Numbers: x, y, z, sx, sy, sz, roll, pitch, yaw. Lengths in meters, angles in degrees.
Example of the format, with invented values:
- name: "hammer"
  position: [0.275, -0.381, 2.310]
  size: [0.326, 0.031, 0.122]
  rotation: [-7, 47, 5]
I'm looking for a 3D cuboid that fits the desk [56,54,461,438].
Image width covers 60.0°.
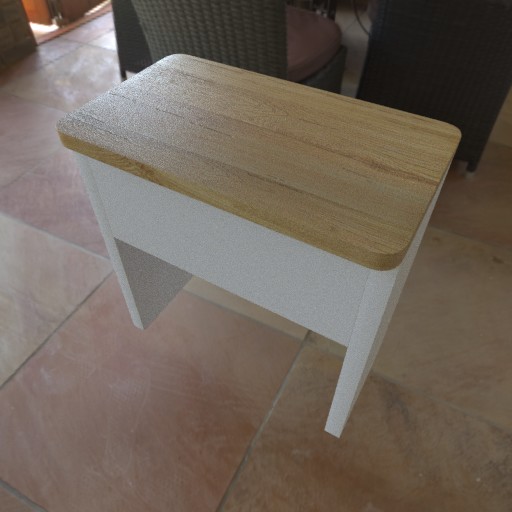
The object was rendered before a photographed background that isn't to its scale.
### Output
- name: "desk"
  position: [0.000, 0.000, 1.216]
  size: [0.760, 0.790, 0.440]
  rotation: [23, 51, 20]
